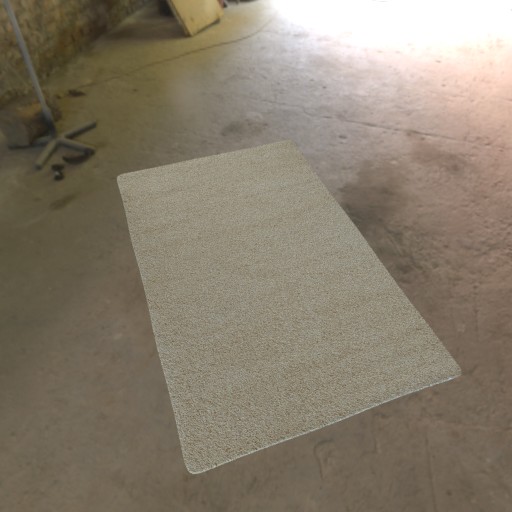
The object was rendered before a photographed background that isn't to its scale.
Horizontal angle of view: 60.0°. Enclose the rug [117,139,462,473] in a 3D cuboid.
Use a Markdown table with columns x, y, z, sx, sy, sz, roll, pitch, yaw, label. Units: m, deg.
| x | y | z | sx | sy | sz | roll | pitch | yaw | label |
| --- | --- | --- | --- | --- | --- | --- | --- | --- | --- |
| 0.000 | 0.000 | 2.928 | 1.500 | 0.026 | 2.349 | -15 | 49 | -13 | rug |
